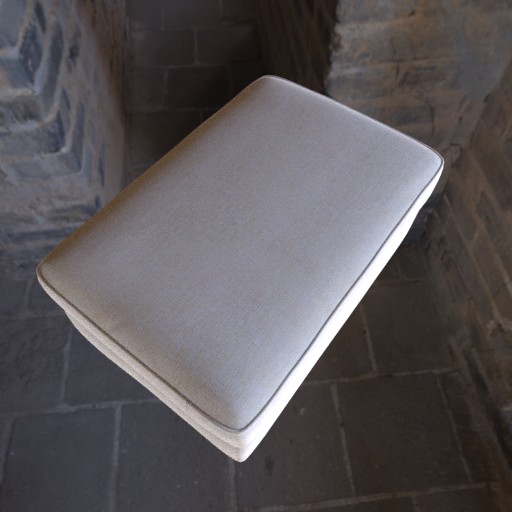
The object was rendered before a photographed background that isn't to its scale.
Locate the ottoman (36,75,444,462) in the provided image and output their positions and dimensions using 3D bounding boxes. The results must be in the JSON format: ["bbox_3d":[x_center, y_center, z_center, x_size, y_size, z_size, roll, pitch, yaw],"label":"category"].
[{"bbox_3d":[0.000,0.000,1.189,0.583,0.484,0.862,33,64,19],"label":"ottoman"}]
